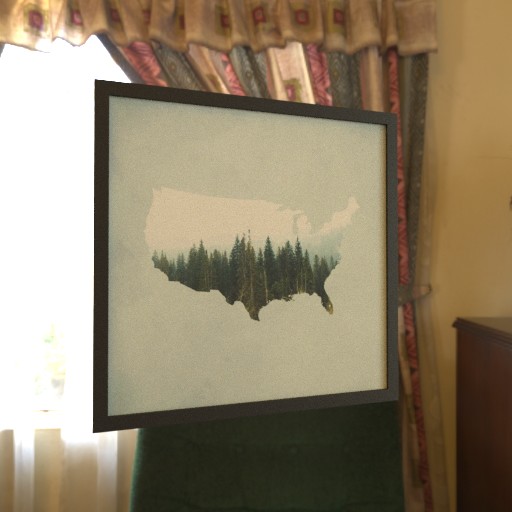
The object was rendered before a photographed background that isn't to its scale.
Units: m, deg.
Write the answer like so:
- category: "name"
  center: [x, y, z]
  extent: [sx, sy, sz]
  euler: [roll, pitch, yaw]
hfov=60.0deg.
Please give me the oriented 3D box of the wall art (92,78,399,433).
- category: "wall art"
  center: [0.000, 0.000, 0.443]
  extent: [0.304, 0.304, 0.038]
  euler: [0, -1, -17]
